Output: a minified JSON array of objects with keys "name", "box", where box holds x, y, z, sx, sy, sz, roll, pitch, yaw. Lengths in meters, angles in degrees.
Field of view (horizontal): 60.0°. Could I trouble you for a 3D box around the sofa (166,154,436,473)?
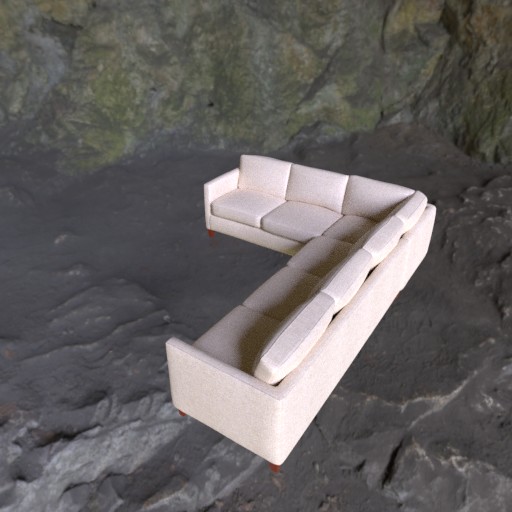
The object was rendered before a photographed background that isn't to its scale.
[{"name":"sofa","box":[0.000,0.000,4.385,2.593,0.947,3.302,19,35,29]}]
